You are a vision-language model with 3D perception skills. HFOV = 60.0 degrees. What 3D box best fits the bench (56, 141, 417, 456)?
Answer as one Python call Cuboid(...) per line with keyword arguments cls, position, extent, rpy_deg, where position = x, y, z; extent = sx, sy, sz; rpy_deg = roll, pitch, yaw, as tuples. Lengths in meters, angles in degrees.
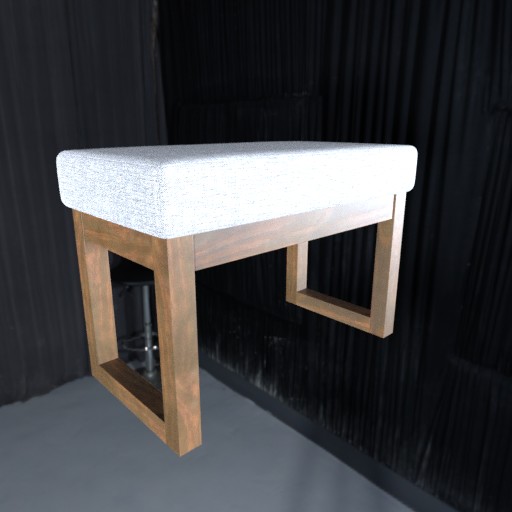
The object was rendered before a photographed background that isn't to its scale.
Cuboid(cls="bench", position=(0.000, 0.000, 0.968), extent=(0.681, 0.467, 0.366), rpy_deg=(-15, 22, -41))
